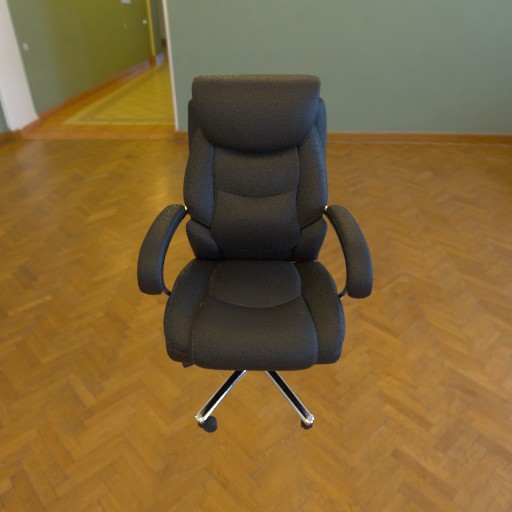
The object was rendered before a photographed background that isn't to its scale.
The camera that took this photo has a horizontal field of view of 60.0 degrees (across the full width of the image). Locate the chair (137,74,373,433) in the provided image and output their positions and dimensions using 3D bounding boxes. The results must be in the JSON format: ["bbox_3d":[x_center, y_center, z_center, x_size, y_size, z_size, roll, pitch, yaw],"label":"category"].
[{"bbox_3d":[0.000,0.000,1.677,0.755,1.183,0.790,1,31,1],"label":"chair"}]
